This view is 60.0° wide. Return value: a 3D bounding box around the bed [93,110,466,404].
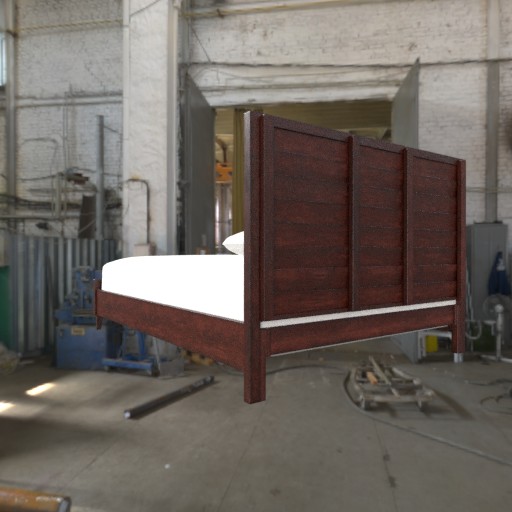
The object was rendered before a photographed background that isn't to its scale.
[{"bbox_3d":[0.000,0.000,3.940,2.040,1.492,2.803,0,0,-36],"label":"bed"}]
